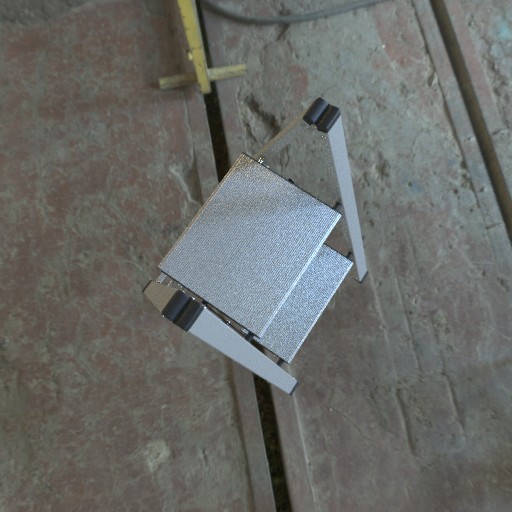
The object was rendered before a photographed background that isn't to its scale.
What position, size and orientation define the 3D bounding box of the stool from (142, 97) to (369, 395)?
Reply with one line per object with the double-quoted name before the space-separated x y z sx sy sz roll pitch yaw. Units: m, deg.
"stool" 0.000 0.000 1.013 0.535 0.670 0.440 33 79 8
